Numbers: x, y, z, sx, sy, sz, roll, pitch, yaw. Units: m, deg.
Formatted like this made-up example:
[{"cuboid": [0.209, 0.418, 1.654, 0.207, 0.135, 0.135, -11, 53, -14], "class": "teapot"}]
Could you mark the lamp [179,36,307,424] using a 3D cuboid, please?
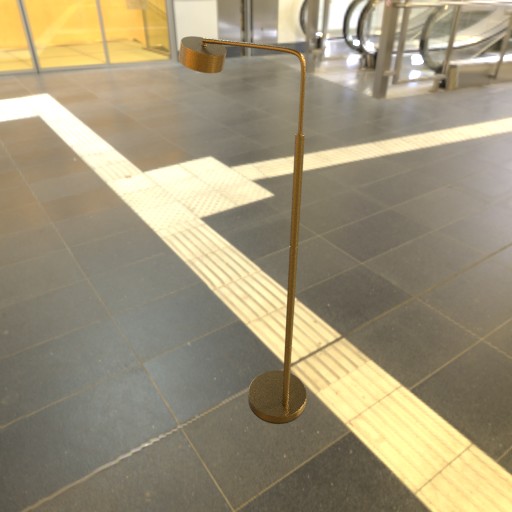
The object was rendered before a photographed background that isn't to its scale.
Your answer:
[{"cuboid": [0.000, 0.000, 1.397, 0.418, 1.230, 0.219, 22, 39, 29], "class": "lamp"}]
